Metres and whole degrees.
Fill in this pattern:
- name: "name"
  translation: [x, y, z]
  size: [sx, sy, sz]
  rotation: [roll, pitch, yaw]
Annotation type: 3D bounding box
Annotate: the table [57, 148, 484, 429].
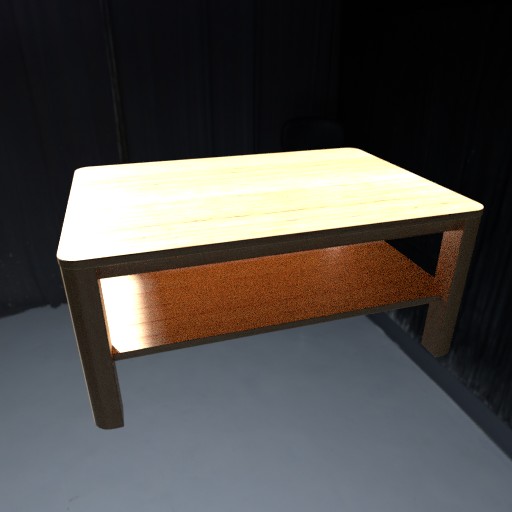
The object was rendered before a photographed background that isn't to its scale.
- name: "table"
  translation: [0.000, 0.000, 1.353]
  size: [0.997, 0.445, 0.696]
  rotation: [-8, 27, -15]
